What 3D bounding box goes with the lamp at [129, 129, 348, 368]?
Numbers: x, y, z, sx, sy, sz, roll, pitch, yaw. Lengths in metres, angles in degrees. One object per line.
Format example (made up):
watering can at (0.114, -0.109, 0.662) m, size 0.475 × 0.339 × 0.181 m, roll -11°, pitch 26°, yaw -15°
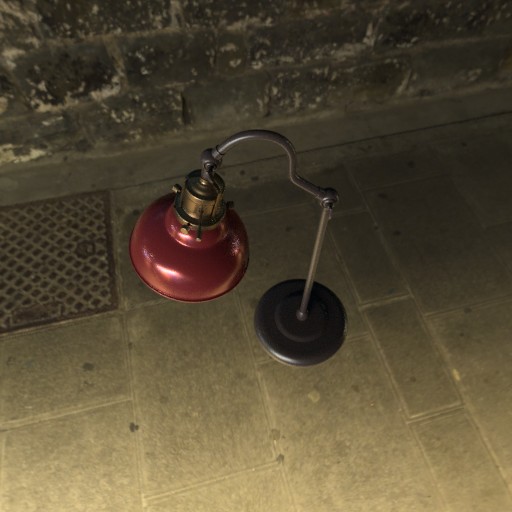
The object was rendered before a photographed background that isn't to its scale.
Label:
lamp at (0.000, 0.000, 0.692) m, size 0.374 × 0.508 × 0.192 m, roll 0°, pitch 58°, yaw 0°
